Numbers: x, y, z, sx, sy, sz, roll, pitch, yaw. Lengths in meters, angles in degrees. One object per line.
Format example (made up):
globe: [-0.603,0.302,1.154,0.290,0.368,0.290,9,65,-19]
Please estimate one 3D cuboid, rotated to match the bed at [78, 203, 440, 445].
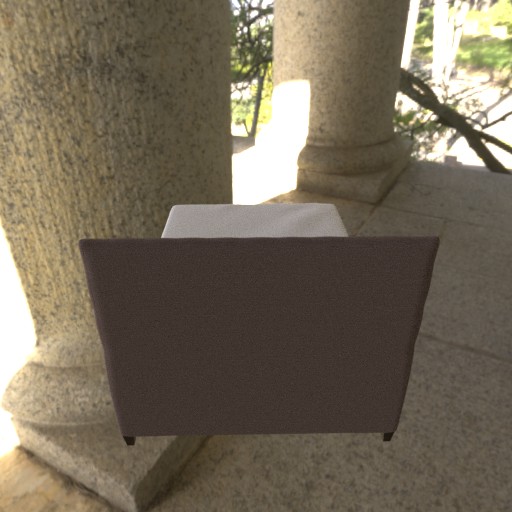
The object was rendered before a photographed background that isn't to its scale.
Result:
bed: [0.000,0.000,3.333,1.696,1.426,2.233,-1,30,-1]
